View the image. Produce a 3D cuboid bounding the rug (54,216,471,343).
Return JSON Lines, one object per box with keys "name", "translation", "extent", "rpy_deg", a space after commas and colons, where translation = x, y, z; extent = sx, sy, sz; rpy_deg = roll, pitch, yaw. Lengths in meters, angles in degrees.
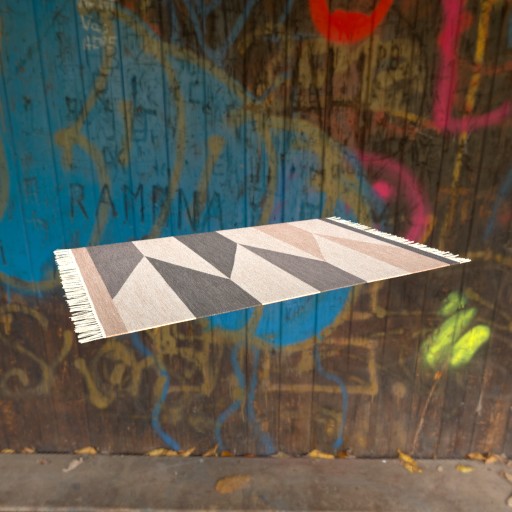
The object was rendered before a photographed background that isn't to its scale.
{"name": "rug", "translation": [0.000, 0.000, 2.481], "extent": [2.021, 0.027, 1.224], "rpy_deg": [-9, 20, -26]}
